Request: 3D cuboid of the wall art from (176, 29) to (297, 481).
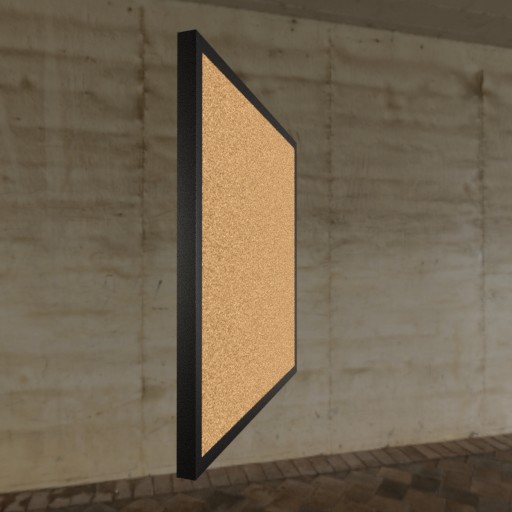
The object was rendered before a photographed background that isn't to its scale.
[{"bbox_3d":[0.000,0.000,1.106,0.036,0.755,0.756,0,-1,18],"label":"wall art"}]
